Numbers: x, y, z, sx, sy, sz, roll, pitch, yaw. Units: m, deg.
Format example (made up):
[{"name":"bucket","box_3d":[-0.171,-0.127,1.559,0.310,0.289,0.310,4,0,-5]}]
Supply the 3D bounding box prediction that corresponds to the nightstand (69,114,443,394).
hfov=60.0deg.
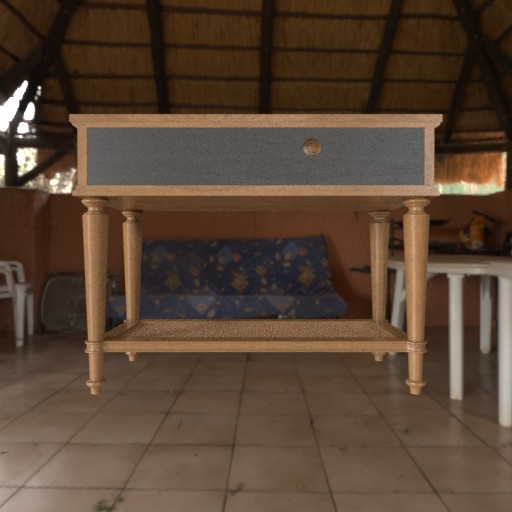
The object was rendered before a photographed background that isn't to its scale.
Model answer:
[{"name":"nightstand","box_3d":[0.000,0.000,1.306,0.914,0.700,0.432,0,1,0]}]
